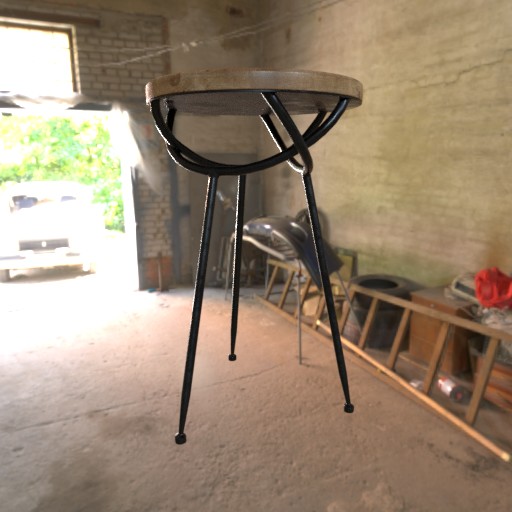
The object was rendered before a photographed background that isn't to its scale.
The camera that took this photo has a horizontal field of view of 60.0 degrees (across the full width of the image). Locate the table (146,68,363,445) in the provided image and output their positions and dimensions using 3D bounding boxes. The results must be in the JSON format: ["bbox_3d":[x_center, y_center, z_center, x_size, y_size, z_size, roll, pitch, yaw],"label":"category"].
[{"bbox_3d":[0.000,0.000,0.925,0.418,0.664,0.414,6,14,25],"label":"table"}]
